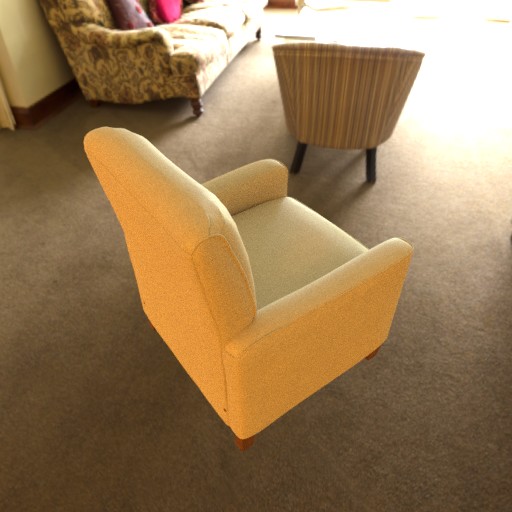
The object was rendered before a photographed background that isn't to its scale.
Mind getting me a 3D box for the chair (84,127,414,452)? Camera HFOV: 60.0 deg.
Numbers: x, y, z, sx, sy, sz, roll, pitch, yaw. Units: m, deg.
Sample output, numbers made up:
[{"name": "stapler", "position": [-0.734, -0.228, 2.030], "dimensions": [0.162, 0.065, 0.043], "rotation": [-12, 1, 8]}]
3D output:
[{"name": "chair", "position": [0.000, 0.000, 1.660], "dimensions": [0.858, 1.023, 0.841], "rotation": [-26, 47, -27]}]
